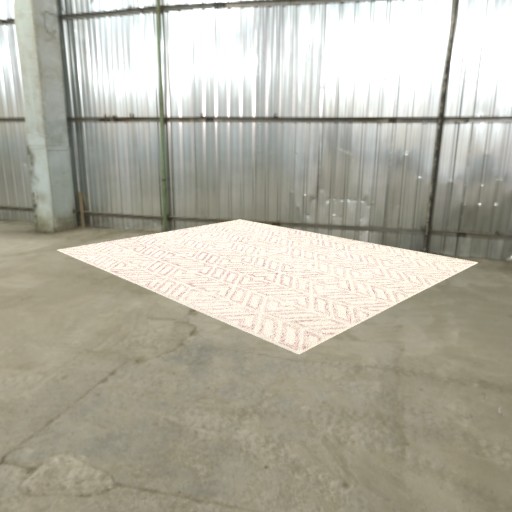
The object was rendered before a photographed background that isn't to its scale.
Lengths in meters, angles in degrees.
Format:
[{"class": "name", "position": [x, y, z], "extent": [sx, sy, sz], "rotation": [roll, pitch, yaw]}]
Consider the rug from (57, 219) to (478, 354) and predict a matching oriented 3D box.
[{"class": "rug", "position": [0.000, 0.000, 4.073], "extent": [2.421, 0.008, 3.045], "rotation": [-14, 20, -43]}]
